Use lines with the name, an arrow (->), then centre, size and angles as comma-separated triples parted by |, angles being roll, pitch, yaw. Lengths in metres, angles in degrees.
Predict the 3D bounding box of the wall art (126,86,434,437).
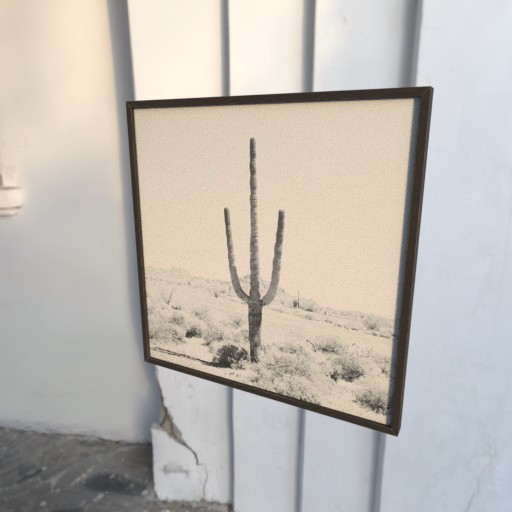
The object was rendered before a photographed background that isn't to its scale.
wall art -> 0.000, 0.000, 1.116 | 0.762, 0.762, 0.038 | 8, 17, 27
